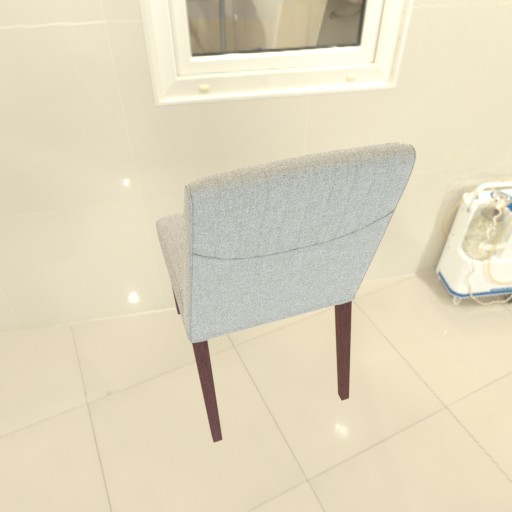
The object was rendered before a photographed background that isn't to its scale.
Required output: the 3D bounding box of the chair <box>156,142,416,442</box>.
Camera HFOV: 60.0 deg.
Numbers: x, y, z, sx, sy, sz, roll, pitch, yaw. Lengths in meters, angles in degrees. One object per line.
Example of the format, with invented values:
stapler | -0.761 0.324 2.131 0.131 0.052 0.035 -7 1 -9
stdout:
chair | 0.000 0.000 1.232 0.480 0.900 0.594 -13 43 -14
